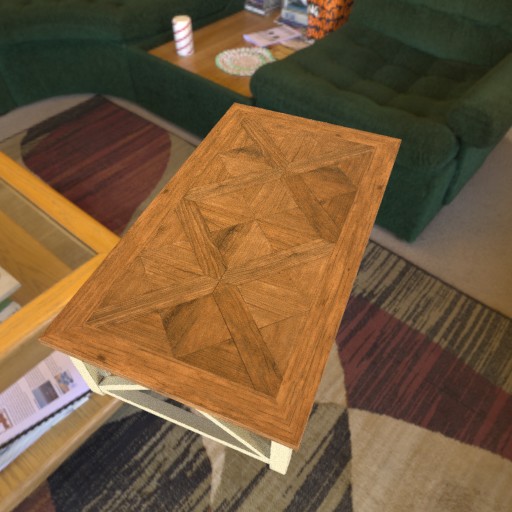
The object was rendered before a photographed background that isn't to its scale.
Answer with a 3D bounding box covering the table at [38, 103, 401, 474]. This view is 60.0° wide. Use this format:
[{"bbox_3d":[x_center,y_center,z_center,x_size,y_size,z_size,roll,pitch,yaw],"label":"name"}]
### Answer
[{"bbox_3d":[0.000,0.000,1.768,0.800,0.410,1.400,17,51,14],"label":"table"}]
